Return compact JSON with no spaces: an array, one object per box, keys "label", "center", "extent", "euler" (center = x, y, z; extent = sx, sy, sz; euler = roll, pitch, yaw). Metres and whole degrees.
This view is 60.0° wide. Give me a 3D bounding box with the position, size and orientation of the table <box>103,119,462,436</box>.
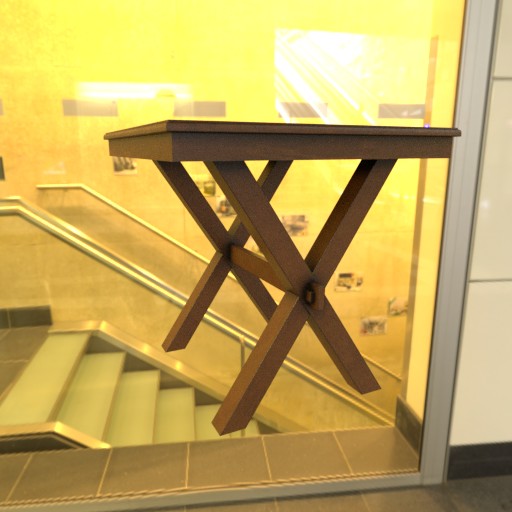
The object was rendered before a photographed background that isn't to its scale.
[{"label":"table","center":[0.000,0.000,1.035],"extent":[0.560,0.562,0.602],"euler":[-7,15,-25]}]
